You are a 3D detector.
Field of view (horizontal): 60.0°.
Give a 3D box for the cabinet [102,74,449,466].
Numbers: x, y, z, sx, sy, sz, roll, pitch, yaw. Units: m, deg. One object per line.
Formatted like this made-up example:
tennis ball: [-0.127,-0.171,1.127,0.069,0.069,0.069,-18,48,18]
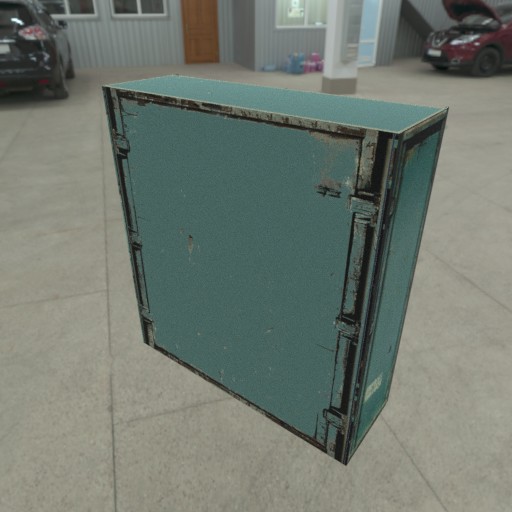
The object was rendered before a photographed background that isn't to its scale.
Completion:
cabinet: [0.000,0.000,3.120,2.000,2.160,0.680,21,36,32]
